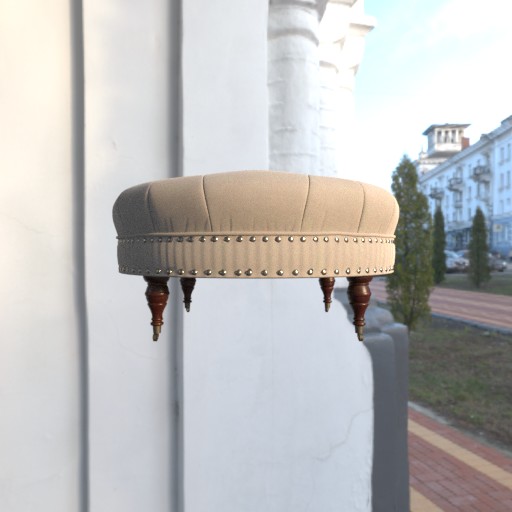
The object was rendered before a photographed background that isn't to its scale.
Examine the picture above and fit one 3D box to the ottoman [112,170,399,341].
[{"bbox_3d":[0.000,0.000,1.425,0.901,0.439,0.901,0,1,0],"label":"ottoman"}]
